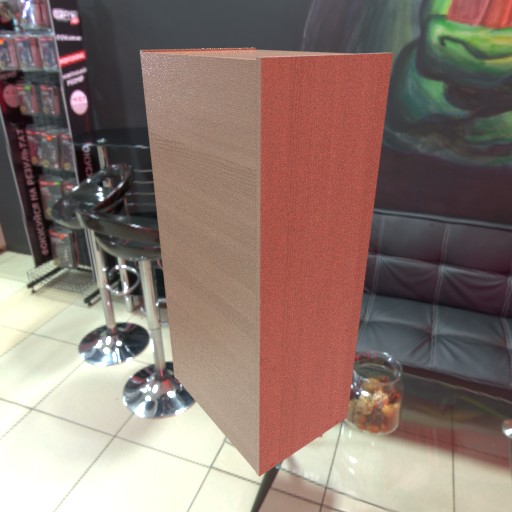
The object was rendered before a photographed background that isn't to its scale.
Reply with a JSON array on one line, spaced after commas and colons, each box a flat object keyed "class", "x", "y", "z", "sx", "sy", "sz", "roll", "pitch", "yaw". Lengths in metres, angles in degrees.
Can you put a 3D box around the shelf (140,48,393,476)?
[{"class": "shelf", "x": 0.000, "y": 0.000, "z": 1.045, "sx": 0.292, "sy": 0.876, "sz": 0.417, "roll": -18, "pitch": 32, "yaw": -32}]
